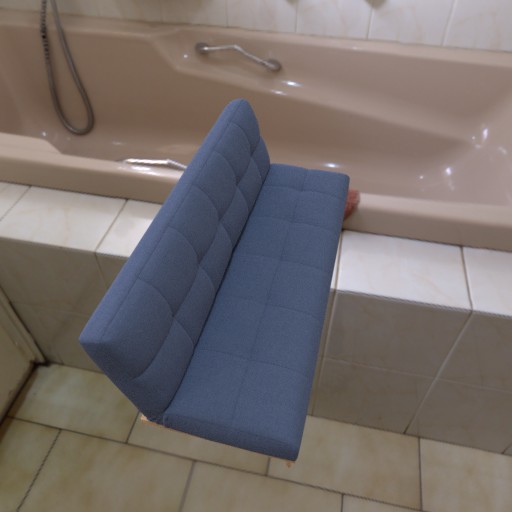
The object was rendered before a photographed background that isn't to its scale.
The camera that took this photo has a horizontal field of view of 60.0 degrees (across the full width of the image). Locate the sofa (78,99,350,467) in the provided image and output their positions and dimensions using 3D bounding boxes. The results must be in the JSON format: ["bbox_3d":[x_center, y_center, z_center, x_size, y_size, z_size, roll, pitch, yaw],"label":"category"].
[{"bbox_3d":[0.000,0.000,2.269,0.796,0.800,1.800,11,47,10],"label":"sofa"}]
